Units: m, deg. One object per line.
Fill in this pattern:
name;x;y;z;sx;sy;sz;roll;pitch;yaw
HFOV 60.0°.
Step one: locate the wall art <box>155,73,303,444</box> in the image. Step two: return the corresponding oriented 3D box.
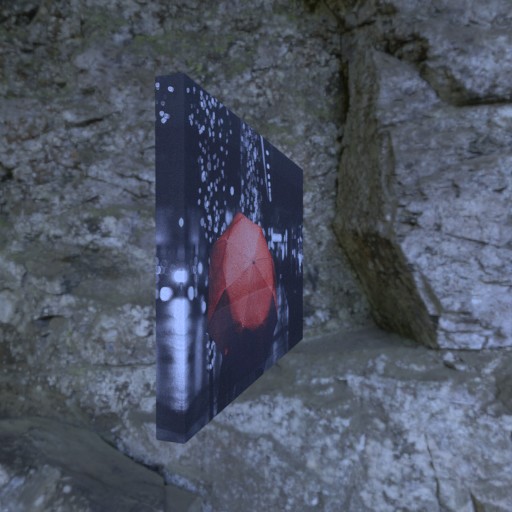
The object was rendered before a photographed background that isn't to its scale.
wall art;0.000;0.000;0.777;0.037;0.406;0.609;0;1;18
